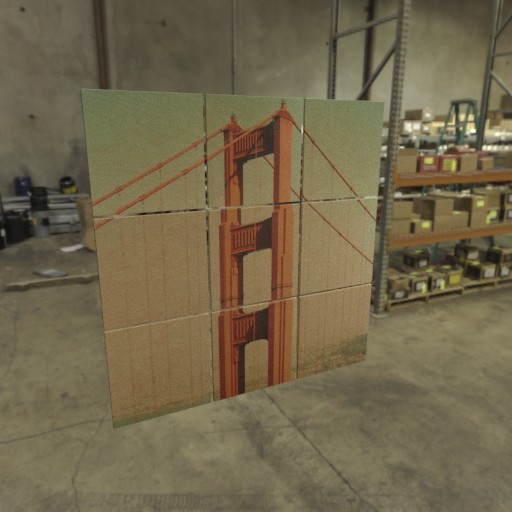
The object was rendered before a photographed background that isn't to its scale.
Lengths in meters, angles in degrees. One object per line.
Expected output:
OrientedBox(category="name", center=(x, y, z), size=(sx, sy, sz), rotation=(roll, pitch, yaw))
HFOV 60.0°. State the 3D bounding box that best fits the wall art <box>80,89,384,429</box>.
OrientedBox(category="wall art", center=(0.000, 0.000, 1.793), size=(1.214, 1.219, 0.013), rotation=(-7, 17, -25))
